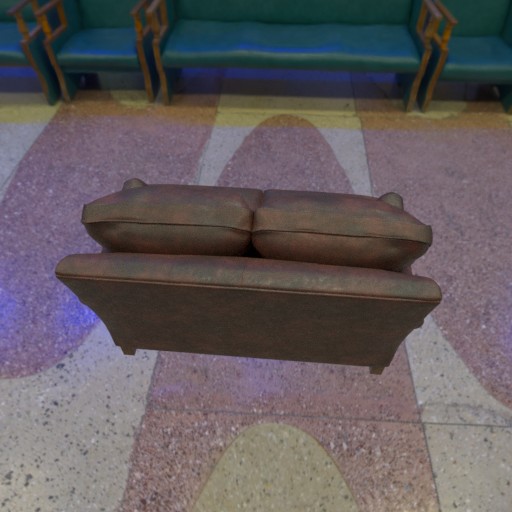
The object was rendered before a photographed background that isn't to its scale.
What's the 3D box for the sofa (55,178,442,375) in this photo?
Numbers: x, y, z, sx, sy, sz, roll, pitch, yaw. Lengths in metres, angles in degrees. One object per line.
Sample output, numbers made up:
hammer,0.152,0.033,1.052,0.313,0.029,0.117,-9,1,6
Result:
sofa,0.000,0.000,2.401,1.628,1.070,1.148,4,48,3
